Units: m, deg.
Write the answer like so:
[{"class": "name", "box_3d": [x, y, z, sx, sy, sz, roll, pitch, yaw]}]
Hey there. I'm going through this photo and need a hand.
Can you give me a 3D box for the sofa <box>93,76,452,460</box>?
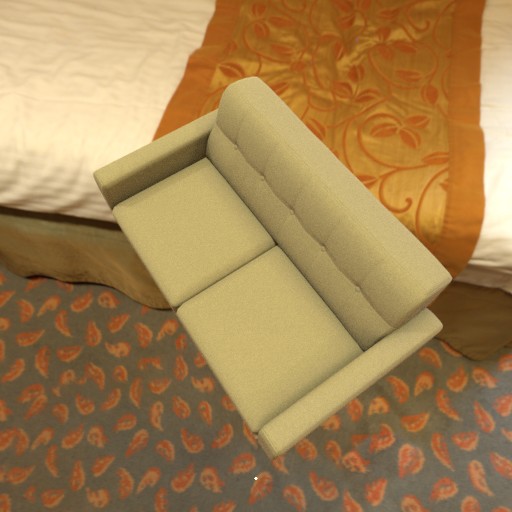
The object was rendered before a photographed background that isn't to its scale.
[{"class": "sofa", "box_3d": [0.000, 0.000, 2.269, 0.980, 0.892, 1.655, -32, 68, -15]}]
